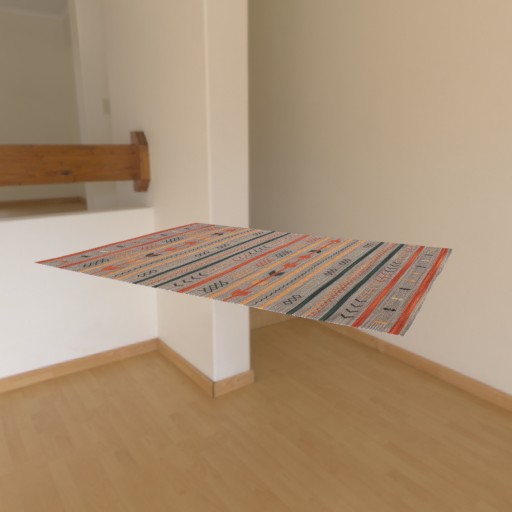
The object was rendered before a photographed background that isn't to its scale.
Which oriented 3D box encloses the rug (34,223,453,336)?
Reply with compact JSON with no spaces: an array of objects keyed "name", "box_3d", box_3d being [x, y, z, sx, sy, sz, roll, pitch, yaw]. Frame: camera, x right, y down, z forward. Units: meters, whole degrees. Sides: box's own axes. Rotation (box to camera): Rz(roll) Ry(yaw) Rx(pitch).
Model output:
[{"name":"rug","box_3d":[0.000,0.000,3.962,3.029,0.022,2.263,8,16,28]}]
